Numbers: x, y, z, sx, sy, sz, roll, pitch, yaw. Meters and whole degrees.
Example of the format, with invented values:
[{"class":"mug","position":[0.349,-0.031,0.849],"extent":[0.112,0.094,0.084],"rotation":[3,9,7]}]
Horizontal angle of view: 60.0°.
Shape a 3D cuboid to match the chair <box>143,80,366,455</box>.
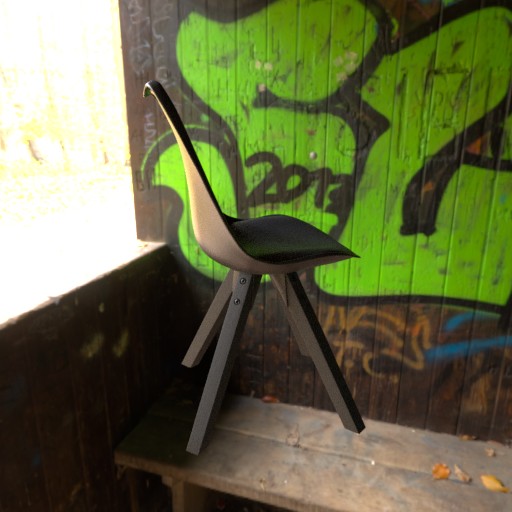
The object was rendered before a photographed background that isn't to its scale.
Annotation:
[{"class":"chair","position":[0.000,0.000,1.187],"extent":[0.530,0.850,0.485],"rotation":[-3,17,-10]}]
